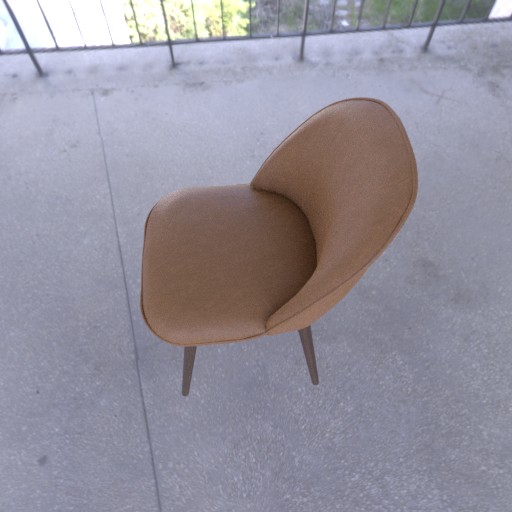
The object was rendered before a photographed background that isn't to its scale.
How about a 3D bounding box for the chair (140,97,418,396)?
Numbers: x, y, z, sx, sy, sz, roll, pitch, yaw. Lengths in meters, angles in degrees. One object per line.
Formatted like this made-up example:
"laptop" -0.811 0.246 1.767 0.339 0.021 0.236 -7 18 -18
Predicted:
"chair" 0.000 0.000 1.240 0.631 0.831 0.521 -4 58 -3
